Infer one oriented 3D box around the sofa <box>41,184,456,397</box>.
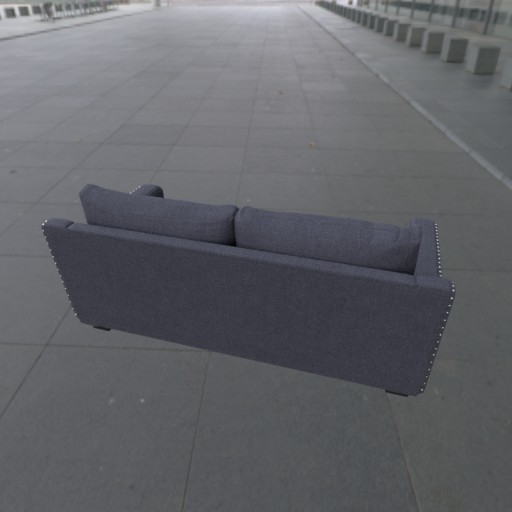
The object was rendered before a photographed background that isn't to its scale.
[{"bbox_3d":[0.000,0.000,3.326,2.550,1.196,1.336,9,32,15],"label":"sofa"}]
